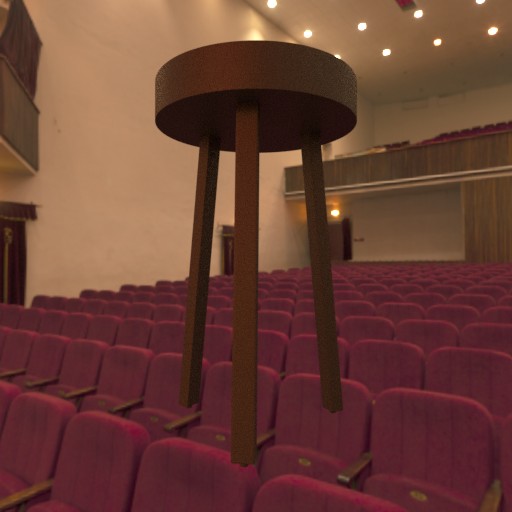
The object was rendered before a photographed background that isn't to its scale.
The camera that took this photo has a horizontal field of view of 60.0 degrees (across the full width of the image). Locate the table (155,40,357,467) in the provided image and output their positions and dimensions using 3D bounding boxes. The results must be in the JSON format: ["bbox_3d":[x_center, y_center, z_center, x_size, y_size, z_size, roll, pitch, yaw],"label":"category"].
[{"bbox_3d":[0.000,0.000,0.909,0.406,0.686,0.406,-1,-2,37],"label":"table"}]
